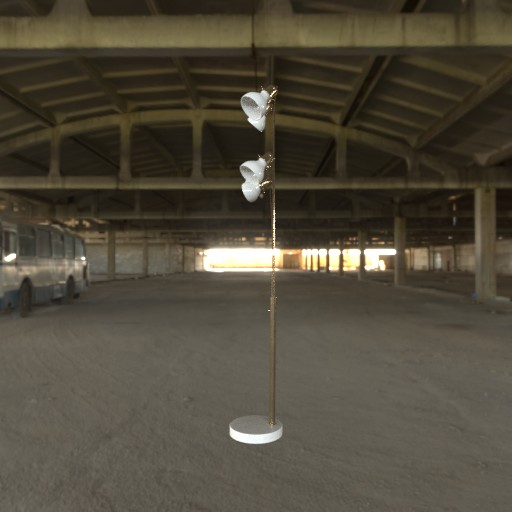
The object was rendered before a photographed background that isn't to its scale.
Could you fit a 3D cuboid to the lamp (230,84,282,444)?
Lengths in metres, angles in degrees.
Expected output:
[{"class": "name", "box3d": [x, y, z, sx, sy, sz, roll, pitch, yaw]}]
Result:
[{"class": "lamp", "box3d": [0.000, 0.000, 3.016, 0.361, 2.423, 1.405, 0, -1, 1]}]
